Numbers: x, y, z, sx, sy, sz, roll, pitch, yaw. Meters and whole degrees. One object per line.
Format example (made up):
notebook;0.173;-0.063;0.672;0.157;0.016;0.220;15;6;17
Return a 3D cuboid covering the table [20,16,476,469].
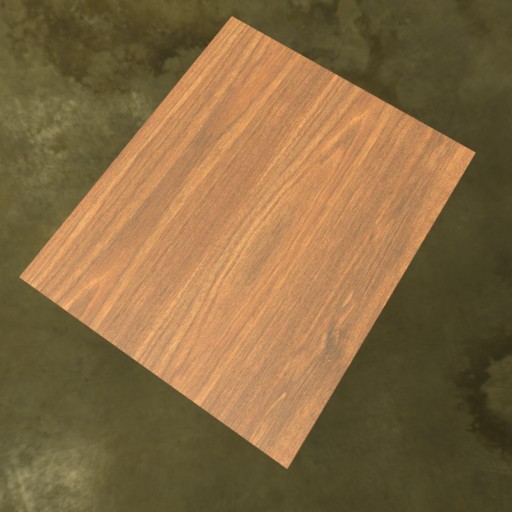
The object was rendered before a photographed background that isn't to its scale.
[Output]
table;0.000;0.000;1.115;0.559;0.635;0.660;33;78;8
